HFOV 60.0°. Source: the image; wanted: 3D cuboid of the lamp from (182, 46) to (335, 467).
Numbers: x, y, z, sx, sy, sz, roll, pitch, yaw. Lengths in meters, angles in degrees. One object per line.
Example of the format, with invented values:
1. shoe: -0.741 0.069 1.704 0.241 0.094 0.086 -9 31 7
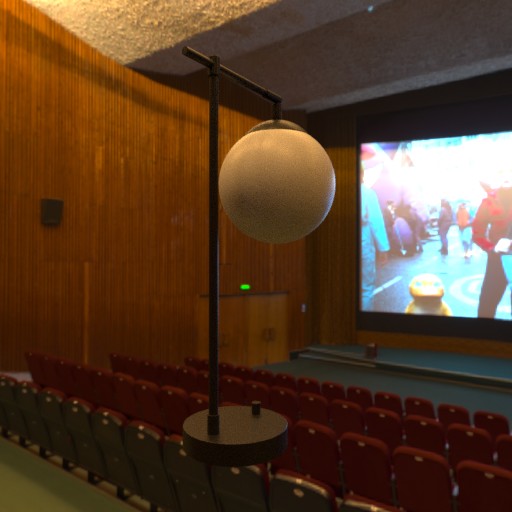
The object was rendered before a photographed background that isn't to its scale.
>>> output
1. lamp: 0.000 0.000 0.705 0.197 0.559 0.316 -1 -1 36
